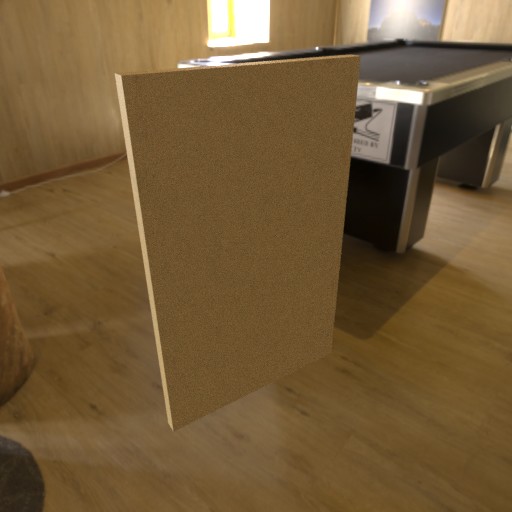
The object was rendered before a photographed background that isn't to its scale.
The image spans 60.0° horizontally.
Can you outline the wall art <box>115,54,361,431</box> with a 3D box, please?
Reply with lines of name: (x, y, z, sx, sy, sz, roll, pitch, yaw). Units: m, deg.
wall art: (0.000, 0.000, 1.010, 0.510, 0.810, 0.039, -18, 35, -28)
